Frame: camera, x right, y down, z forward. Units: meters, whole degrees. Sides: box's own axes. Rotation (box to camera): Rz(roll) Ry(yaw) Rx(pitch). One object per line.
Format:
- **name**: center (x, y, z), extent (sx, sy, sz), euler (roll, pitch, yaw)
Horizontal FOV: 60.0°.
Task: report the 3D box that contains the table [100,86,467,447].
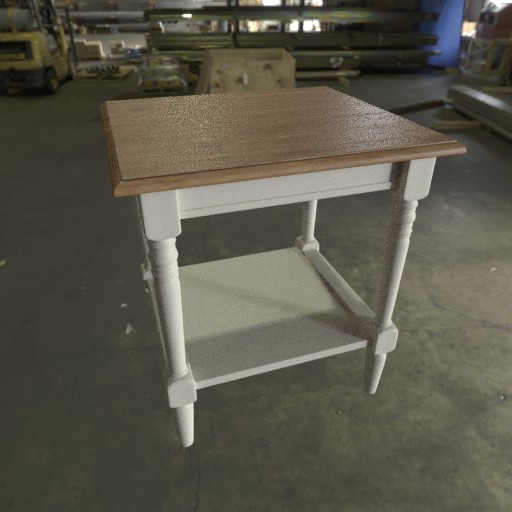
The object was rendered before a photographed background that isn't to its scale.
- **table**: center (0.000, 0.000, 0.914), extent (0.508, 0.561, 0.457), euler (-10, 33, -16)
